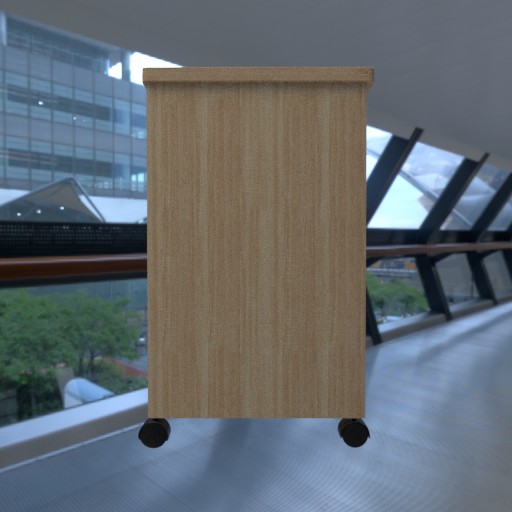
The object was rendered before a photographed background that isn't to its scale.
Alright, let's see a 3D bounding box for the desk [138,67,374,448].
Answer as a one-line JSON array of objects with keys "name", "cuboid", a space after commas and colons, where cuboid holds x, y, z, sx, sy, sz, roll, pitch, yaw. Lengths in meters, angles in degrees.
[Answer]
[{"name": "desk", "cuboid": [0.000, 0.000, 1.333, 0.480, 0.770, 0.884, 0, 1, 0]}]
